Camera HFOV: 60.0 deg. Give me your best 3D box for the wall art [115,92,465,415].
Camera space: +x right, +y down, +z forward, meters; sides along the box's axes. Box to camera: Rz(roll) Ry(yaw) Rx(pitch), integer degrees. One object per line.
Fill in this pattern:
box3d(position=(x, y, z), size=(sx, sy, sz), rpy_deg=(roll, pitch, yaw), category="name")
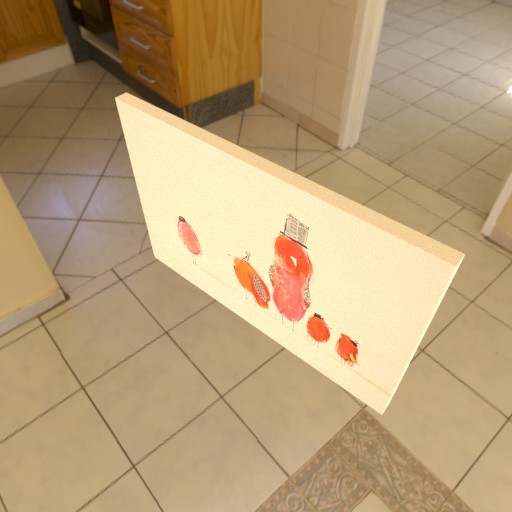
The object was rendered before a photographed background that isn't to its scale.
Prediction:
box3d(position=(0.000, 0.000, 1.184), size=(0.914, 0.609, 0.038), rpy_deg=(31, 55, 25), category="wall art")
